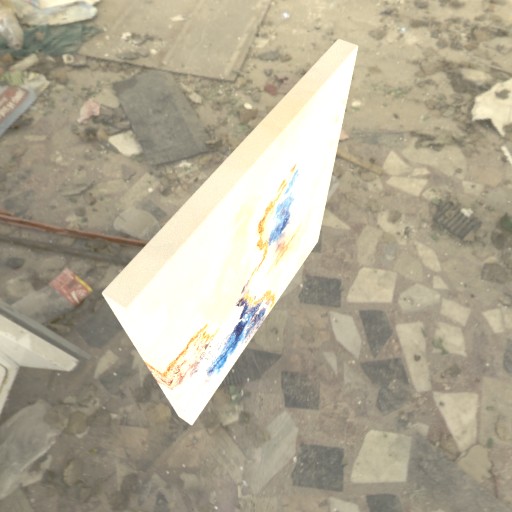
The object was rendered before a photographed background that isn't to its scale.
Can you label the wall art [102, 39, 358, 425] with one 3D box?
[{"bbox_3d":[0.000,0.000,1.576,0.071,1.061,1.061,28,62,17],"label":"wall art"}]
